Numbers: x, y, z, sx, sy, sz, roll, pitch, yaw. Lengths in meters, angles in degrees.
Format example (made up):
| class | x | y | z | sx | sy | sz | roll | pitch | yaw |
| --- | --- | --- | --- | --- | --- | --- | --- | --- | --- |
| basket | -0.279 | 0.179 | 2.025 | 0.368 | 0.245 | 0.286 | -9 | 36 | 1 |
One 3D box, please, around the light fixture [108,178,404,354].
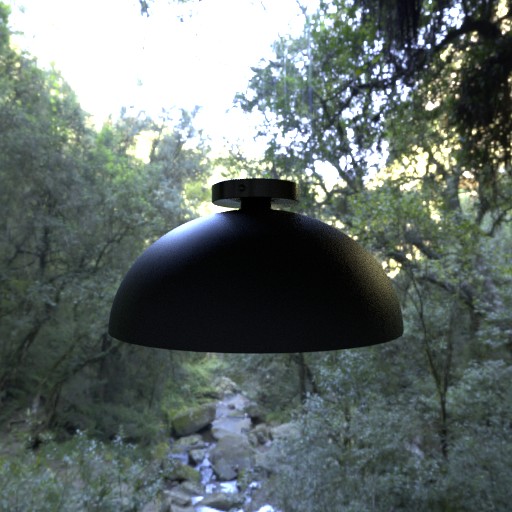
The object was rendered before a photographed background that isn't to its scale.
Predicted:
| class | x | y | z | sx | sy | sz | roll | pitch | yaw |
| --- | --- | --- | --- | --- | --- | --- | --- | --- | --- |
| light fixture | 0.000 | 0.000 | 0.563 | 0.355 | 0.177 | 0.355 | 0 | -1 | 0 |
